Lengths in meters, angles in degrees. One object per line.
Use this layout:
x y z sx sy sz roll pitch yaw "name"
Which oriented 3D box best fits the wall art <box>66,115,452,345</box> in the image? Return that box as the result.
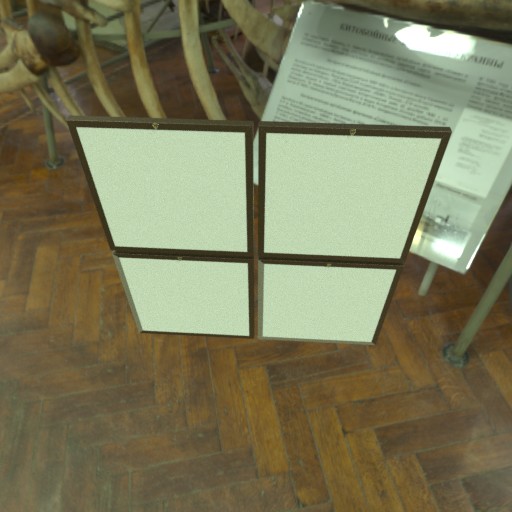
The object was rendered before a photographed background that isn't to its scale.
0.000 0.000 1.563 1.032 1.032 0.030 3 47 2 "wall art"
